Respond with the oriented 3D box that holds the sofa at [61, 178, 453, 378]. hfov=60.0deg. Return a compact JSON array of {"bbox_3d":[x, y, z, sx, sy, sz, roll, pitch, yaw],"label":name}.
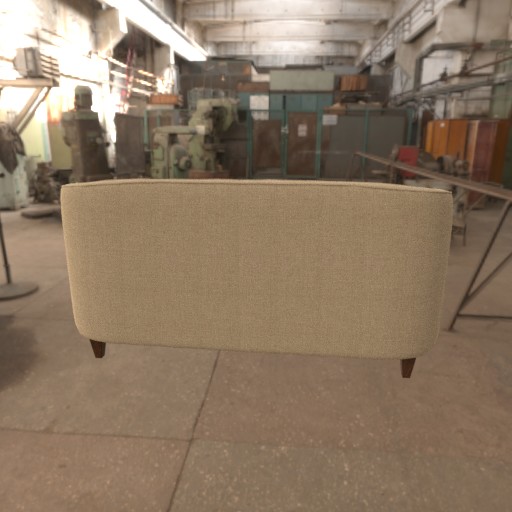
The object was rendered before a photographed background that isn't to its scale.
[{"bbox_3d":[0.000,0.000,2.260,1.733,0.855,0.941,2,16,7],"label":"sofa"}]
